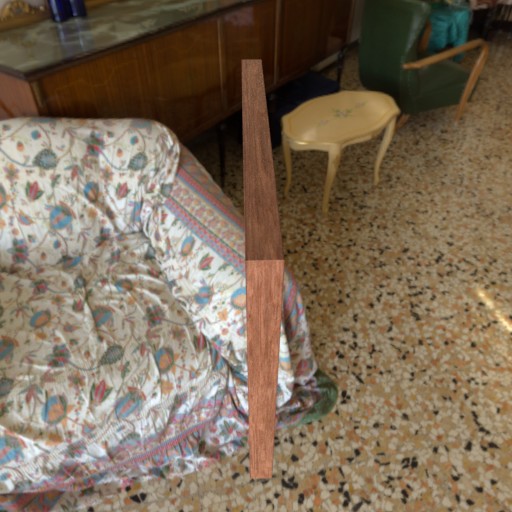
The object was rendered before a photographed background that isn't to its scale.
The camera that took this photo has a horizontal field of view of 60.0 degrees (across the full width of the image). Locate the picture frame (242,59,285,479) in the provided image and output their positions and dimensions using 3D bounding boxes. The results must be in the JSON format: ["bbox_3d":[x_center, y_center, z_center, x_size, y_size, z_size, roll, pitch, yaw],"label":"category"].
[{"bbox_3d":[0.000,0.000,0.531,0.025,0.330,0.381,-1,42,-1],"label":"picture frame"}]
